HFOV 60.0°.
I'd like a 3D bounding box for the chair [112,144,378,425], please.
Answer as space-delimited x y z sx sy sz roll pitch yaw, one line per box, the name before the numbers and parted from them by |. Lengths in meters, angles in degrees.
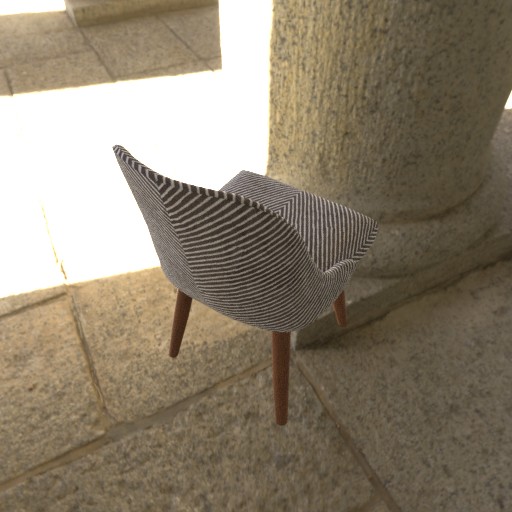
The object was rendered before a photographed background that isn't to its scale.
chair | 0.000 0.000 1.205 0.504 0.883 0.591 25 52 22
